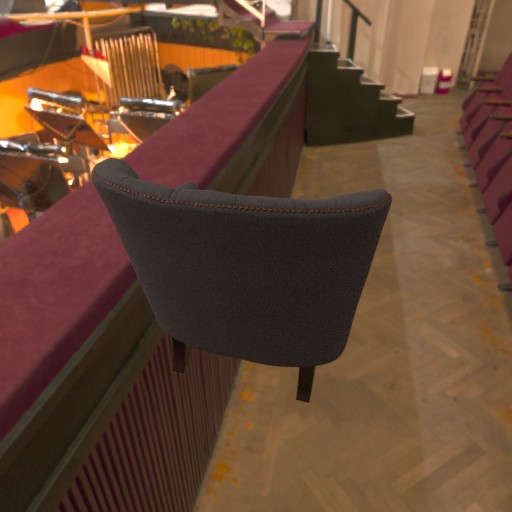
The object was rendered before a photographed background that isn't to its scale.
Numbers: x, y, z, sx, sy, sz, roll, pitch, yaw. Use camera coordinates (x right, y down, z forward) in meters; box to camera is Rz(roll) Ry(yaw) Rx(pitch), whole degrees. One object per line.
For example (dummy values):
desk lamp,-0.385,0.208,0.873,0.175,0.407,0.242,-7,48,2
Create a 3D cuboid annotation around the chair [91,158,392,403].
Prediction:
chair,0.000,0.000,1.600,0.848,0.868,0.906,9,34,14
